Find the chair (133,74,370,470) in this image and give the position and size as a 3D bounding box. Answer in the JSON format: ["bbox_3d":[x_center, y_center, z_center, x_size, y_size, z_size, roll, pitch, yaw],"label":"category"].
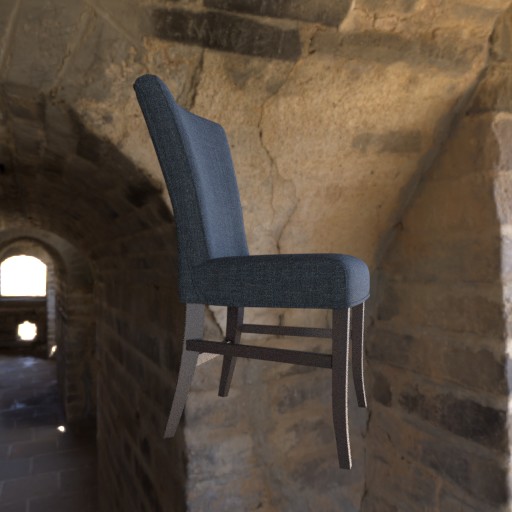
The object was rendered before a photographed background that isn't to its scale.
[{"bbox_3d":[0.000,0.000,1.351,0.660,0.991,0.520,0,-1,18],"label":"chair"}]
